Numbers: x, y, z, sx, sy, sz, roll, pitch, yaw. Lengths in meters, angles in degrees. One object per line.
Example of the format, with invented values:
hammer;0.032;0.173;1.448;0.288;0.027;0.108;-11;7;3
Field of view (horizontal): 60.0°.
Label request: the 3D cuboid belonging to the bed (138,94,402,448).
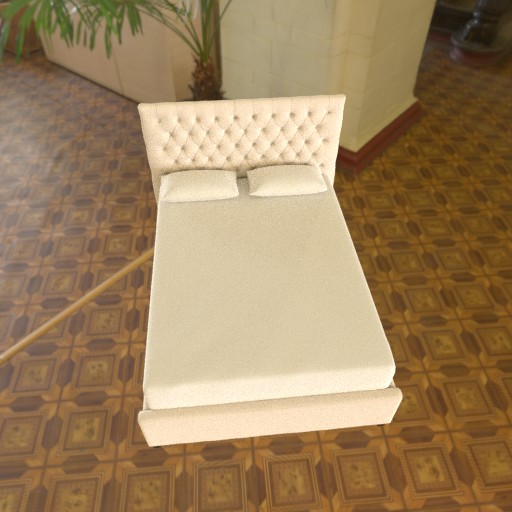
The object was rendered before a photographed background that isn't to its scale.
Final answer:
bed;0.000;0.000;3.348;1.696;1.426;2.233;-4;46;-4
